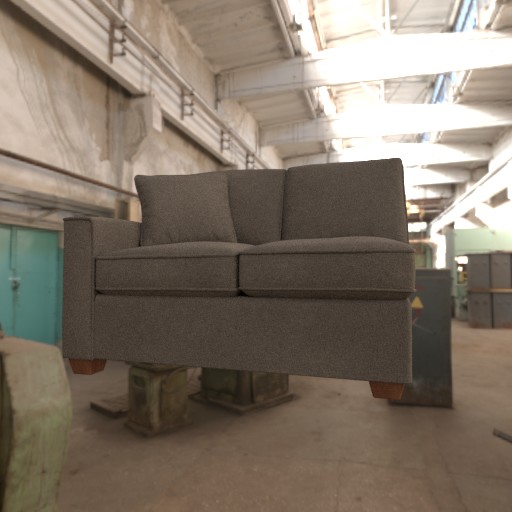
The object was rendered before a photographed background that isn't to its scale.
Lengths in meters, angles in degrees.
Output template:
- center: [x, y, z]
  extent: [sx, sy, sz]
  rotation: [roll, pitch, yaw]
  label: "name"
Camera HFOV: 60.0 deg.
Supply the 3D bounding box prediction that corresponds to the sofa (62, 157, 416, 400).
- center: [0.000, 0.000, 2.062]
  extent: [1.388, 0.989, 0.991]
  rotation: [-1, -2, 17]
  label: "sofa"
